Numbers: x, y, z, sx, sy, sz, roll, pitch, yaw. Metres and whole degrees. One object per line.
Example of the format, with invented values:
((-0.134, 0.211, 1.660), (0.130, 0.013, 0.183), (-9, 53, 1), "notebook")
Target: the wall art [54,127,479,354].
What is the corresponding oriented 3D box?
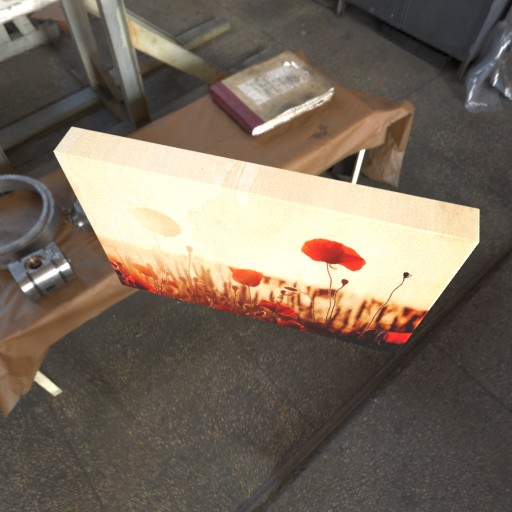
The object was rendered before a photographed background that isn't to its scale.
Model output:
((0.000, 0.000, 0.499), (0.383, 0.251, 0.037), (13, 58, 8), "wall art")
